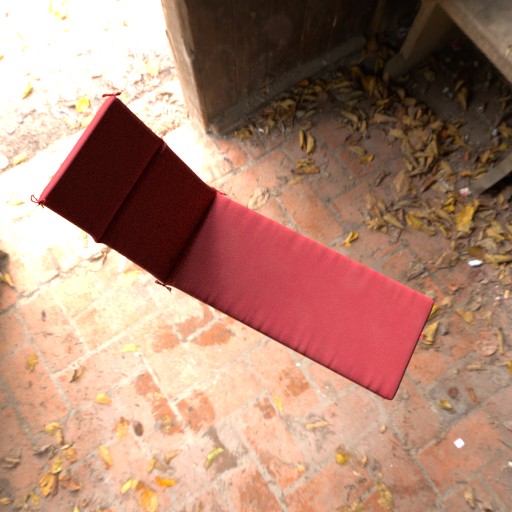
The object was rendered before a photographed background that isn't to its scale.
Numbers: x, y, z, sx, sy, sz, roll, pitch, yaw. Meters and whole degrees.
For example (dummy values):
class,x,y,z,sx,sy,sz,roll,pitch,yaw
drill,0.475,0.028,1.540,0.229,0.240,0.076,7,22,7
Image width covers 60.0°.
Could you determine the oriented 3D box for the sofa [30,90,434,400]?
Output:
class,x,y,z,sx,sy,sz,roll,pitch,yaw
sofa,0.000,0.000,1.903,1.663,0.622,0.582,27,77,7
